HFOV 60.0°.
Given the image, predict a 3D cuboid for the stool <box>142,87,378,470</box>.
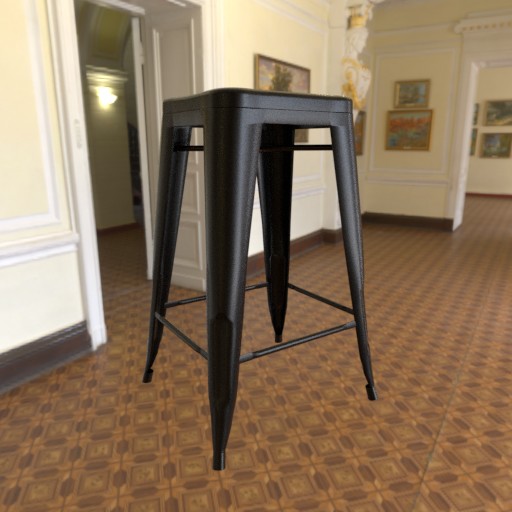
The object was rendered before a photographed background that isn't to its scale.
[{"bbox_3d":[0.000,0.000,0.903,0.423,0.609,0.455,14,20,43],"label":"stool"}]
